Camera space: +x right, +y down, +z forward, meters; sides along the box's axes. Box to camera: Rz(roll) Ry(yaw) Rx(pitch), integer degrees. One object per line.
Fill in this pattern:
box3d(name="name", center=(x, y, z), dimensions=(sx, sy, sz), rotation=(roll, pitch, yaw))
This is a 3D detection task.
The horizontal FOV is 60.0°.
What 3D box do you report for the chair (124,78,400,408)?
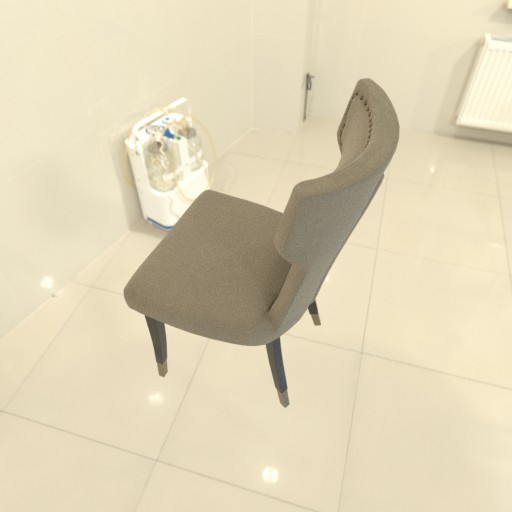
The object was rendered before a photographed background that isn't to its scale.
box3d(name="chair", center=(0.000, 0.000, 1.325), dimensions=(0.630, 0.955, 0.526), rotation=(17, 49, 16))
